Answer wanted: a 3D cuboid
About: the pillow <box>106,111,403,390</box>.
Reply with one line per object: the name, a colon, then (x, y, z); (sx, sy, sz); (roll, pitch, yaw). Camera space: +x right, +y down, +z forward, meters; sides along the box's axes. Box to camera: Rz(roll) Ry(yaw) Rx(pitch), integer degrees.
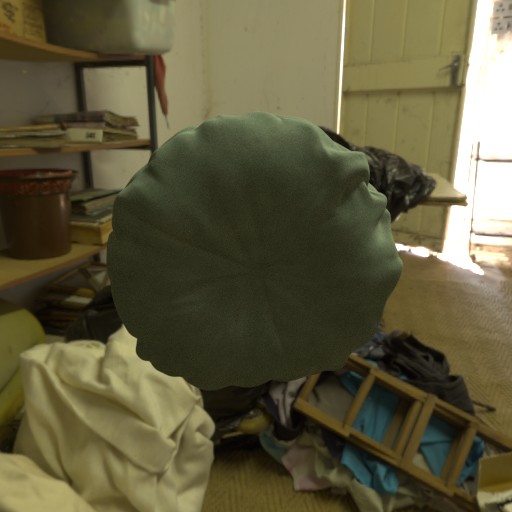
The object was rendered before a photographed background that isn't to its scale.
pillow: (0.000, 0.000, 0.657); (0.428, 0.407, 0.148); (-2, 17, -6)
